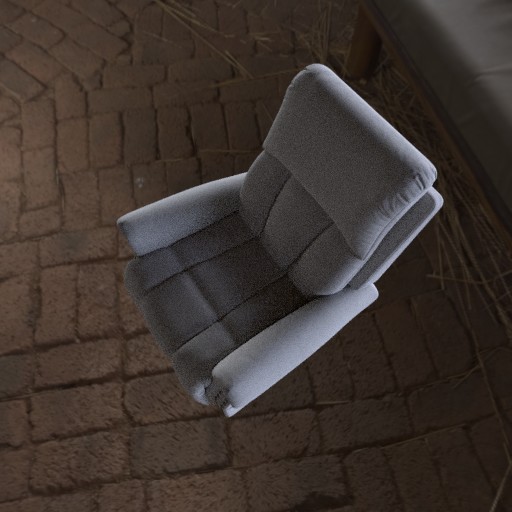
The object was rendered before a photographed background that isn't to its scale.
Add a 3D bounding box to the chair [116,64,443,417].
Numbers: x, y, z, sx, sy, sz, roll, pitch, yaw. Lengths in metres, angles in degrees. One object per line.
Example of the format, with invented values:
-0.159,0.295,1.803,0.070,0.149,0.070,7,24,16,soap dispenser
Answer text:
0.000,0.000,1.719,0.979,1.031,0.871,-32,67,-15,chair
